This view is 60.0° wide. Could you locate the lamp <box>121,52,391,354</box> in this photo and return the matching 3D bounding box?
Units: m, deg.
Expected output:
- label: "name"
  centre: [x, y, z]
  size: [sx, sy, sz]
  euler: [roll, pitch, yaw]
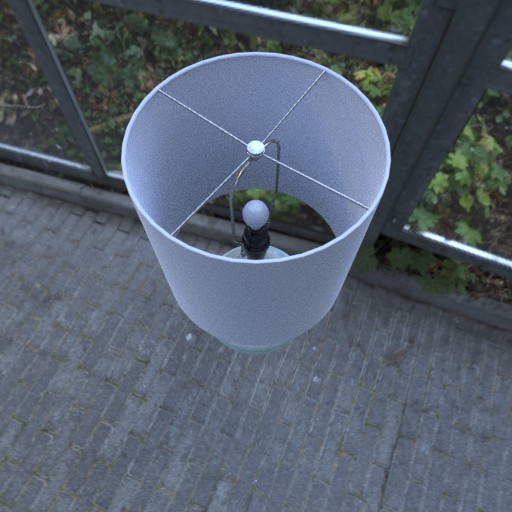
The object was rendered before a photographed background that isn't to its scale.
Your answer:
- label: "lamp"
  centre: [0.000, 0.000, 0.539]
  size: [0.217, 0.404, 0.217]
  euler: [33, 68, 15]
